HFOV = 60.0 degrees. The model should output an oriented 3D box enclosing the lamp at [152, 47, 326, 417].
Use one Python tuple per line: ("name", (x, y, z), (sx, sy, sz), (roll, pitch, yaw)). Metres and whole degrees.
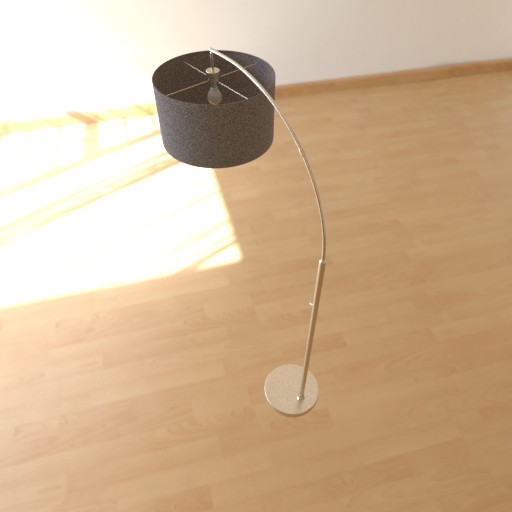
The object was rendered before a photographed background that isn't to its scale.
("lamp", (0.000, 0.000, 2.064), (0.452, 1.735, 0.934), (-31, 54, -26))
